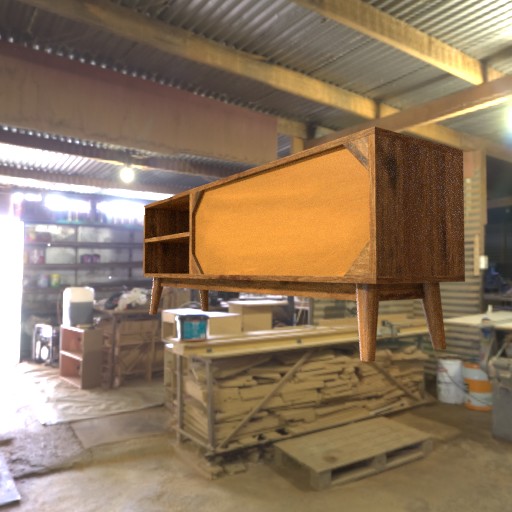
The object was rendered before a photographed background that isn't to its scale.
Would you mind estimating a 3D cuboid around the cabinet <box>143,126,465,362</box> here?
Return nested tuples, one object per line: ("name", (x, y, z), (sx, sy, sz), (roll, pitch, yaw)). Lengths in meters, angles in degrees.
("cabinet", (0.000, 0.000, 1.672), (0.349, 0.528, 1.448), (1, -2, -34))
